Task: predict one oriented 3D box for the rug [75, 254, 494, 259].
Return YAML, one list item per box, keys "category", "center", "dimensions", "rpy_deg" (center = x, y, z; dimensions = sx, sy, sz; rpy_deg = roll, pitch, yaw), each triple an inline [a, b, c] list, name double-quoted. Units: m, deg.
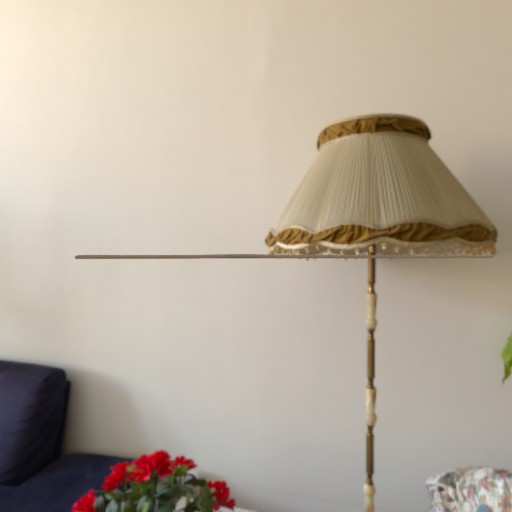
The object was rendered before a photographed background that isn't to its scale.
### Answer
- category: "rug"
  center: [0.000, 0.000, 0.880]
  dimensions: [0.639, 0.006, 0.548]
  rpy_deg: [0, 0, -19]
